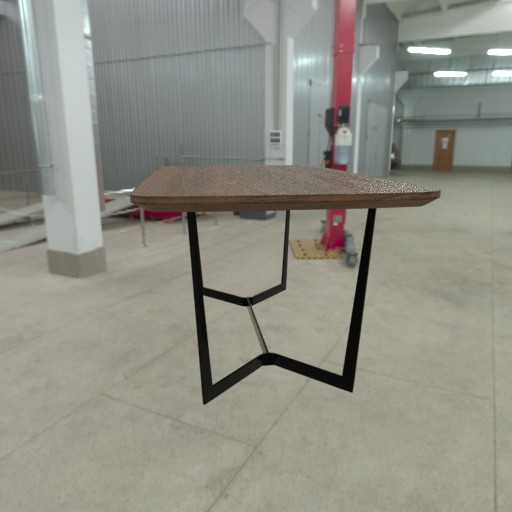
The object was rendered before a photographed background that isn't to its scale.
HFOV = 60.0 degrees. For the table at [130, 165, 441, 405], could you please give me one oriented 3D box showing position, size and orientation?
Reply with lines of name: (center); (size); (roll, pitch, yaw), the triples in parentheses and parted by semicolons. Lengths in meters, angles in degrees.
table: (0.000, 0.000, 2.106); (0.949, 0.765, 1.643); (-2, 15, -8)
